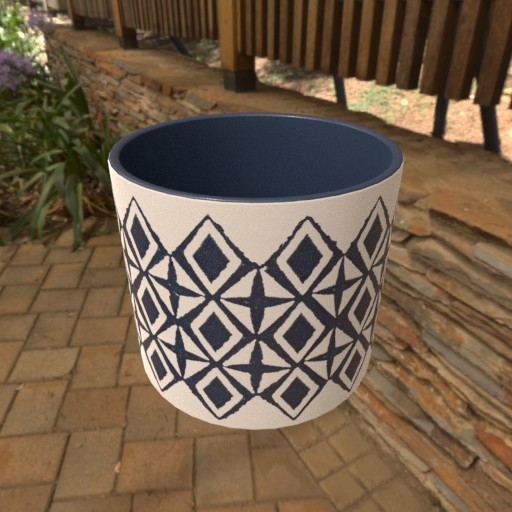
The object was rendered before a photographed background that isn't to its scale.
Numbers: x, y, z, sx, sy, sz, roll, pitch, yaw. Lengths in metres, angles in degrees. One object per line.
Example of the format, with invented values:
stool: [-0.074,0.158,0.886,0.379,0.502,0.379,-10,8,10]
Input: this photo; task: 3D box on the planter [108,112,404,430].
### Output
planter: [0.000,0.000,0.397,0.224,0.203,0.224,0,31,0]
